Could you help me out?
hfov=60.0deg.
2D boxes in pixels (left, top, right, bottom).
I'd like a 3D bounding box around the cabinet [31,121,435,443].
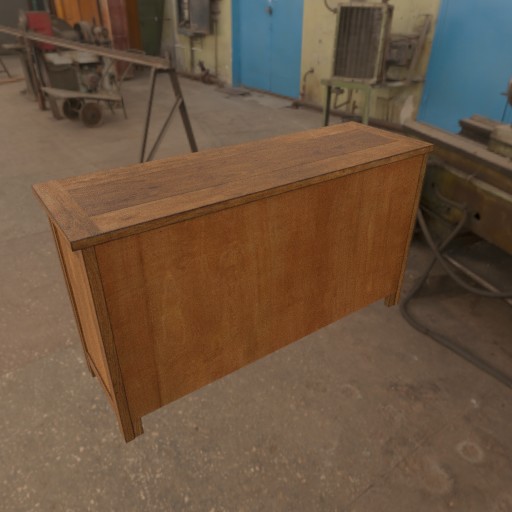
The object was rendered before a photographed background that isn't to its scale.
[{"bbox_3d":[0.000,0.000,1.856,1.474,0.813,0.480,-19,36,-29],"label":"cabinet"}]
